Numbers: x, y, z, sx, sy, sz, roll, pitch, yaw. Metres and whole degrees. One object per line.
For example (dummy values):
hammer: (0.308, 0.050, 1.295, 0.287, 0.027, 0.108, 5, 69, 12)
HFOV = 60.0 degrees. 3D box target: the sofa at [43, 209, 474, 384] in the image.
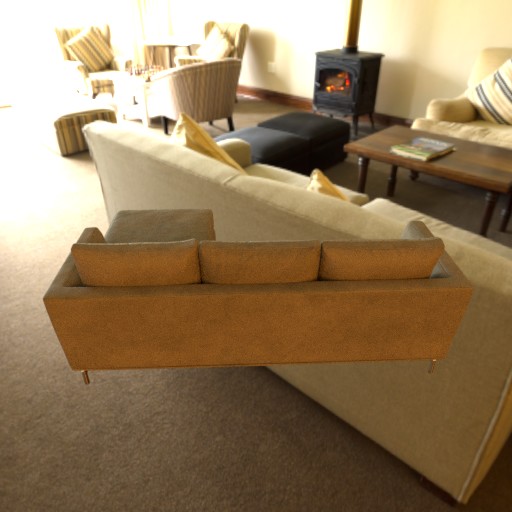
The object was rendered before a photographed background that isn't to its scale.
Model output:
sofa: (0.000, 0.000, 3.297, 2.438, 0.987, 1.622, -1, 32, -2)
